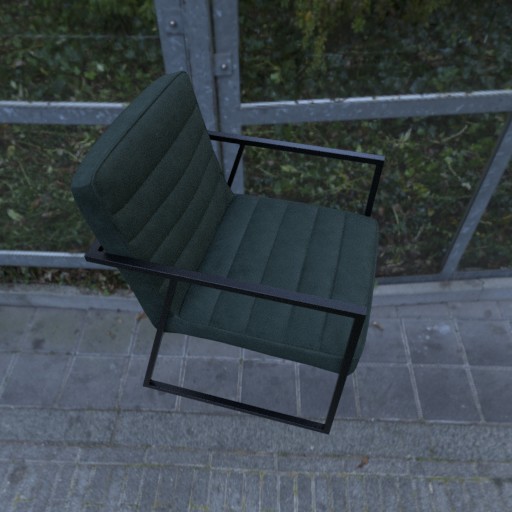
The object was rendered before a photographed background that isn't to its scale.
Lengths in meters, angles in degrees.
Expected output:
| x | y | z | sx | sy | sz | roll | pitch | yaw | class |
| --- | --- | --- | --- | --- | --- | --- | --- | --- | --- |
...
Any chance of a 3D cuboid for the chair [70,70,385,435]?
| x | y | z | sx | sy | sz | roll | pitch | yaw | class |
| --- | --- | --- | --- | --- | --- | --- | --- | --- | --- |
| 0.000 | 0.000 | 1.278 | 0.677 | 0.833 | 0.571 | 11 | 48 | 10 | chair |
